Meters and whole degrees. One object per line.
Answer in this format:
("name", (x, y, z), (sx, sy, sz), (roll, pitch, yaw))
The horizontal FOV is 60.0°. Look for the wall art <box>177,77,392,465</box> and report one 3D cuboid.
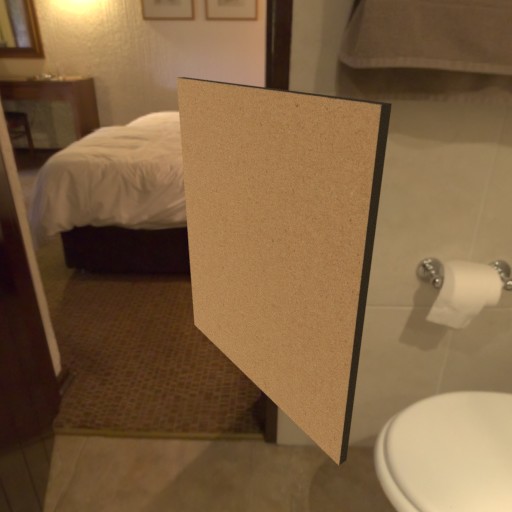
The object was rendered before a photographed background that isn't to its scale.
("wall art", (0.000, 0.000, 1.208), (0.028, 0.863, 0.755), (-17, 31, -32))
